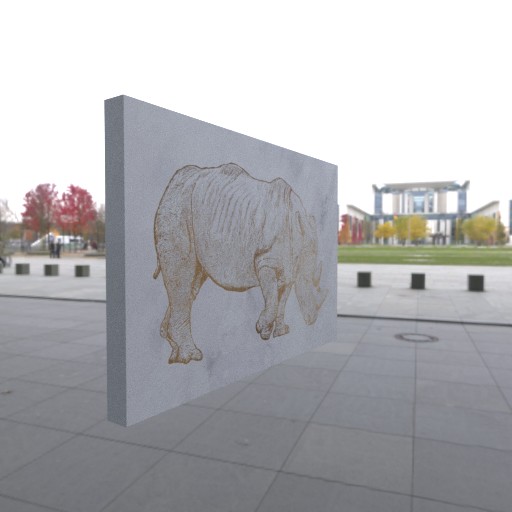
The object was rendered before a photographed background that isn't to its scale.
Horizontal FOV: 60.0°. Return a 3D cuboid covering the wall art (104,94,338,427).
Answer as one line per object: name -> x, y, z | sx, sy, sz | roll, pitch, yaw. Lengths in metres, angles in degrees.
wall art -> 0.000, 0.000, 0.800 | 0.038, 0.407, 0.609 | 1, 2, 35
